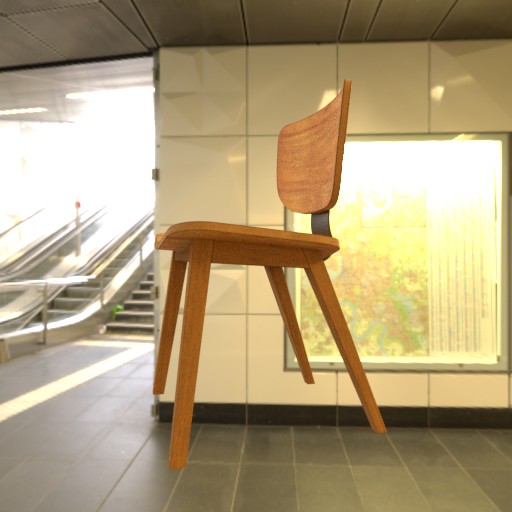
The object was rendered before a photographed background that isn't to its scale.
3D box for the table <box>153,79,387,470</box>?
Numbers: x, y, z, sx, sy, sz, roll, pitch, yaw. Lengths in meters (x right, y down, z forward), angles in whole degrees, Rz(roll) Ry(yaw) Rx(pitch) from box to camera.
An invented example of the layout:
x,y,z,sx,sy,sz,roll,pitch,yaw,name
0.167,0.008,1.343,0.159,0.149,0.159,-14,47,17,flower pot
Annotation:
x,y,z,sx,sy,sz,roll,pitch,yaw,name
0.000,0.000,1.143,0.500,0.805,0.499,0,0,-17,table
